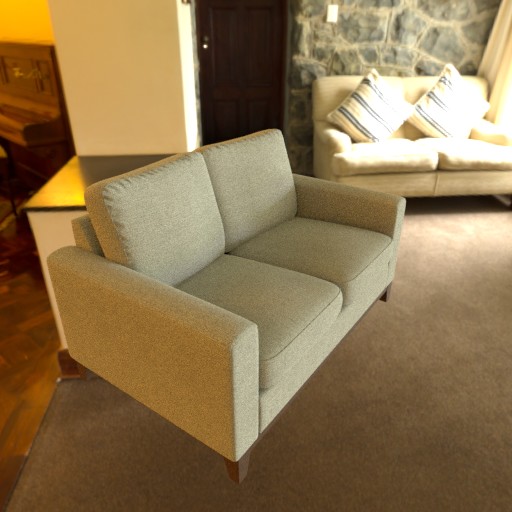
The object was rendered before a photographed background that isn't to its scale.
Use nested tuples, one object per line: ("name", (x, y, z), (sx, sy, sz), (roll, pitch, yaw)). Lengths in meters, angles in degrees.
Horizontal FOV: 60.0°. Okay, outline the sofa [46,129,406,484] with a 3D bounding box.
("sofa", (0.000, 0.000, 1.987), (0.917, 0.873, 1.420), (18, 33, 31))
